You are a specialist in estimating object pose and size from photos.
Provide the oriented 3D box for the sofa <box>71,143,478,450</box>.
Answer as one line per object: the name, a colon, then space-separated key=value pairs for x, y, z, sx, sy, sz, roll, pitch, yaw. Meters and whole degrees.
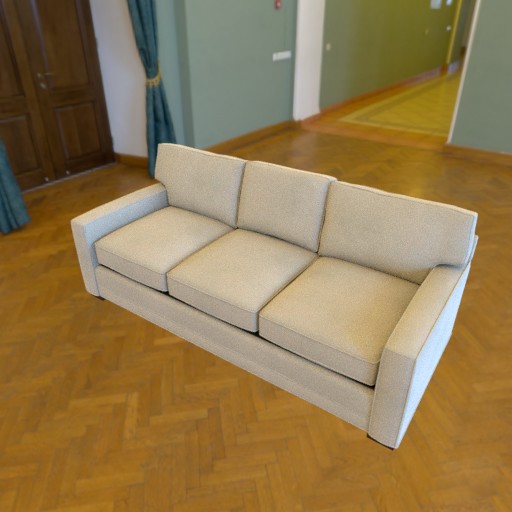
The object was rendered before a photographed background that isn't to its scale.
sofa: x=0.000 y=0.000 z=2.524 sx=2.088 sy=0.862 sz=0.935 roll=19 pitch=35 yaw=29
